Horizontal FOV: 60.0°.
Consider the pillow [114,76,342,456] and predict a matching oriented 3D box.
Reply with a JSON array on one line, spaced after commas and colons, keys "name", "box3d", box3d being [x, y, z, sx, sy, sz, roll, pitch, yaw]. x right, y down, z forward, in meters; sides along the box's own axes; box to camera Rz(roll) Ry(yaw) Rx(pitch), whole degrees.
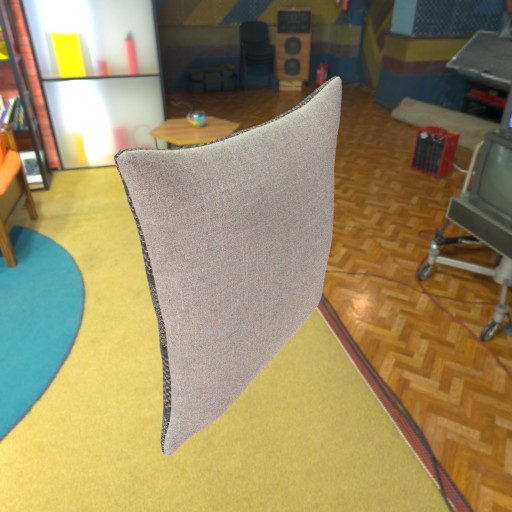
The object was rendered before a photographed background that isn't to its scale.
[{"name": "pillow", "box3d": [0.000, 0.000, 0.643, 0.138, 0.432, 0.435, 20, 37, 29]}]
